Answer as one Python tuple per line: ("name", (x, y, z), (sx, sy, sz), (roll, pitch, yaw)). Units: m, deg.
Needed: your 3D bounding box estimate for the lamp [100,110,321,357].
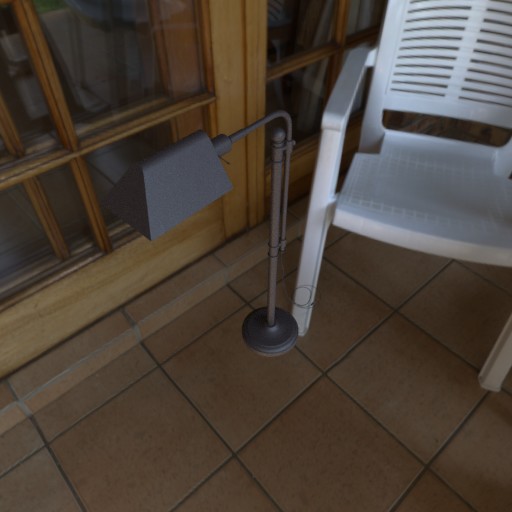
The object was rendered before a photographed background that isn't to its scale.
("lamp", (0.000, 0.000, 0.960), (0.159, 0.708, 0.545), (33, 55, 28))
